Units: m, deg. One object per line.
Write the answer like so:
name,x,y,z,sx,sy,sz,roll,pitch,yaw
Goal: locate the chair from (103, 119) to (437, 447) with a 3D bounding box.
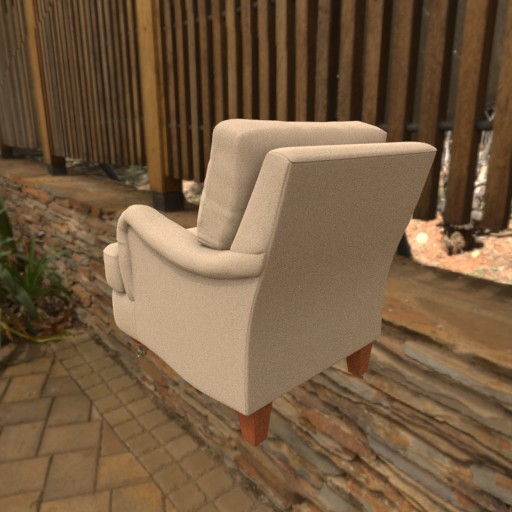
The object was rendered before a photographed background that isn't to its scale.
chair,0.000,0.000,1.847,0.895,1.076,1.078,-15,22,-42
